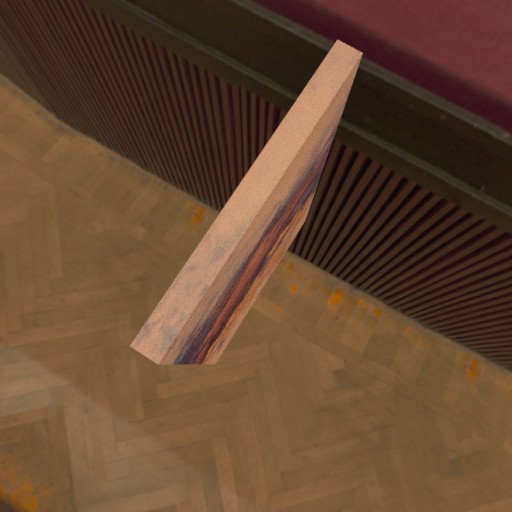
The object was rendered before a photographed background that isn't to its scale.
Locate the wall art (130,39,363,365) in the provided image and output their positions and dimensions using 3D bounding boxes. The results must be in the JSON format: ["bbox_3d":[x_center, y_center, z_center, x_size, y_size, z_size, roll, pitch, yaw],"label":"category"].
[{"bbox_3d":[0.000,0.000,1.092,0.048,0.874,0.583,31,78,7],"label":"wall art"}]
